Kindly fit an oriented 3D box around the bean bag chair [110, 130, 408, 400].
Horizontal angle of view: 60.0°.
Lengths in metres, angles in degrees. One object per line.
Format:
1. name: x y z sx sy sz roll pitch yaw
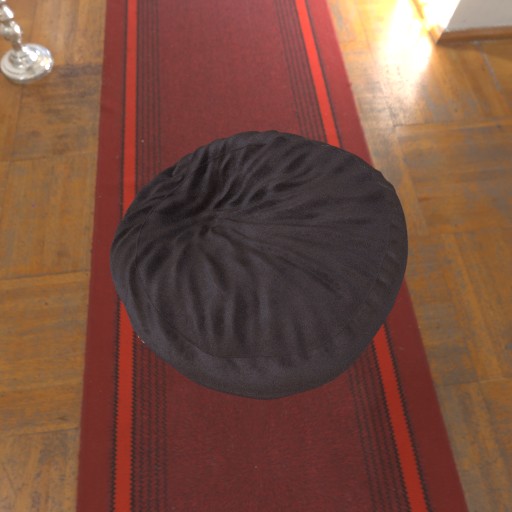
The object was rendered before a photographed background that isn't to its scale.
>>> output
1. bean bag chair: 0.000 0.000 2.035 1.245 0.821 1.245 0 65 0
